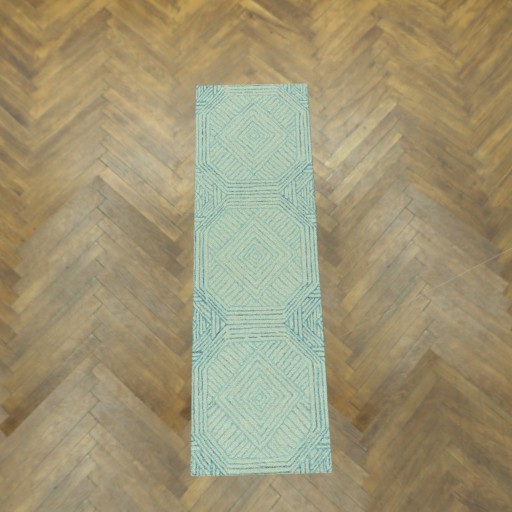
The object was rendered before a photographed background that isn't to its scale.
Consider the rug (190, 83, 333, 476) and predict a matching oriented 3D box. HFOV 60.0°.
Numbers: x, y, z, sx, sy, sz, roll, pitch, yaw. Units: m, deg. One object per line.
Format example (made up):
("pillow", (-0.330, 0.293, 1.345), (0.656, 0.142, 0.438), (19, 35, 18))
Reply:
("rug", (0.000, 0.000, 2.726), (0.775, 0.012, 2.452), (-1, 74, 0))
